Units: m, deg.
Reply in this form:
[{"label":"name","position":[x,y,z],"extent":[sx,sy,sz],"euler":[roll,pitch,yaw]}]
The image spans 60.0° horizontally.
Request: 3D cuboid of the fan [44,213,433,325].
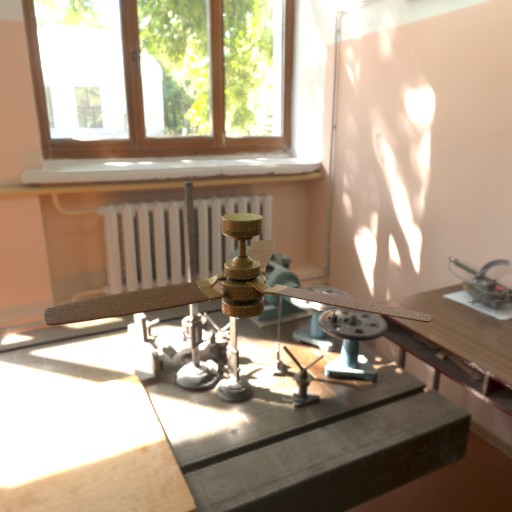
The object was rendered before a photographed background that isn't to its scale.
[{"label":"fan","position":[0.000,0.000,2.046],"extent":[1.416,0.425,1.271],"euler":[2,16,8]}]
